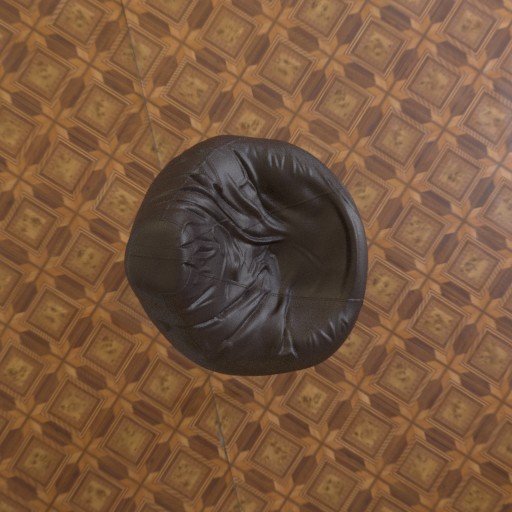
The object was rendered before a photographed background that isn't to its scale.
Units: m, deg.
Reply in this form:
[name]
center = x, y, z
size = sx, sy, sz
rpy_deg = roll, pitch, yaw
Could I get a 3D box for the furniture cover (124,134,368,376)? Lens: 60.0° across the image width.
[furniture cover]
center = 0.000, 0.000, 1.887
size = 1.070, 0.990, 1.070
rpy_deg = 0, 91, 0
